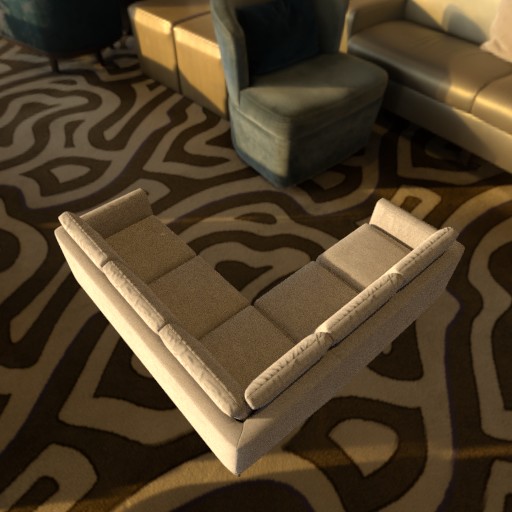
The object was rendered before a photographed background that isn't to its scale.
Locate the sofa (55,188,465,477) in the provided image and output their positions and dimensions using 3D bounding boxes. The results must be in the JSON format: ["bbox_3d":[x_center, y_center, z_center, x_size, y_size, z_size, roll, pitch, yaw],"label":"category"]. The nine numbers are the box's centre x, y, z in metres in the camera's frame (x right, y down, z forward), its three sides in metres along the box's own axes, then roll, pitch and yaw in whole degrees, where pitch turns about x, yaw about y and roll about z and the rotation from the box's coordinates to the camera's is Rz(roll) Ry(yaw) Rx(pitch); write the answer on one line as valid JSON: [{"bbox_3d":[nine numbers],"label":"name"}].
[{"bbox_3d":[0.000,0.000,3.771,2.438,0.864,2.438,-33,55,-27],"label":"sofa"}]
